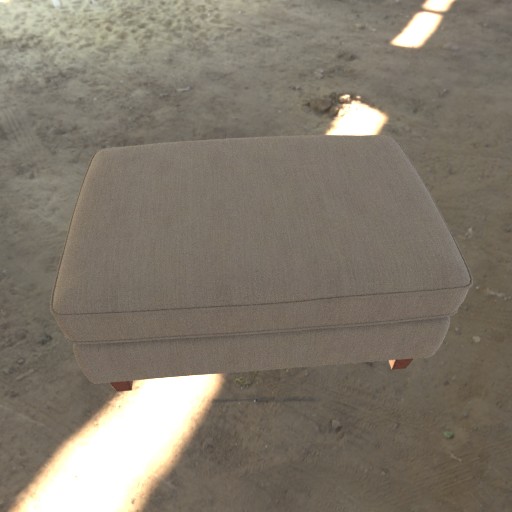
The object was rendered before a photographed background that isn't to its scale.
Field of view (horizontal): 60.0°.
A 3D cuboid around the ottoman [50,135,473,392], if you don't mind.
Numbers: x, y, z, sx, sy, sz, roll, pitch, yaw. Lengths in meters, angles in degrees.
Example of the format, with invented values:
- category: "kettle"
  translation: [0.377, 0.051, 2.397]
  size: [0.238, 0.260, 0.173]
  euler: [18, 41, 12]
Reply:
- category: "ottoman"
  translation: [0.000, 0.000, 1.284]
  size: [0.941, 0.480, 0.636]
  euler: [-4, 47, -3]
